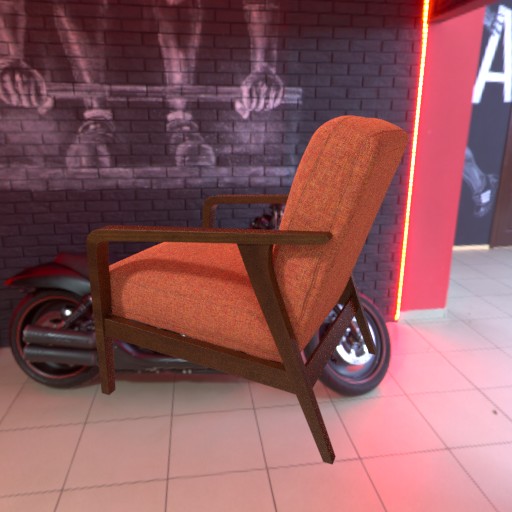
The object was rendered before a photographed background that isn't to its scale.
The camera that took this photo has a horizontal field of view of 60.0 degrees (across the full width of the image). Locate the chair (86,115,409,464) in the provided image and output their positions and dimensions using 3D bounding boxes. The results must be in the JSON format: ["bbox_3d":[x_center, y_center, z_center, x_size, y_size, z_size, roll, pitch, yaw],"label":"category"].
[{"bbox_3d":[0.000,0.000,1.489,0.860,0.890,0.719,7,18,23],"label":"chair"}]
